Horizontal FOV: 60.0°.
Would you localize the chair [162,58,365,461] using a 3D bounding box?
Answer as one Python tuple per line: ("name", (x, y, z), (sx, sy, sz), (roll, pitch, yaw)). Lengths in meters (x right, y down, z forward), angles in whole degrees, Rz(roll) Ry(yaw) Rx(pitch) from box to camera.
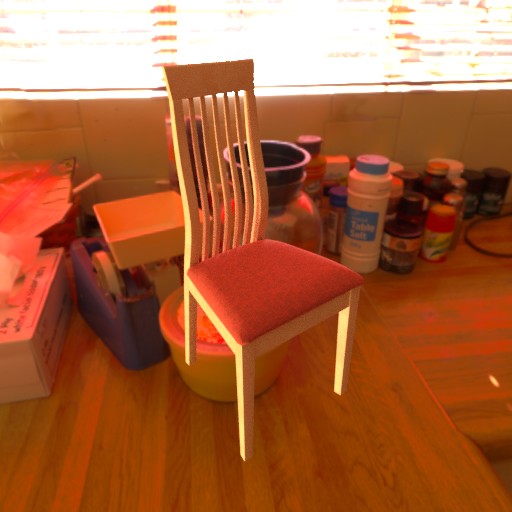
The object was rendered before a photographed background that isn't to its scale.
("chair", (0.000, 0.000, 1.315), (0.460, 1.027, 0.474), (-21, 36, -32))
